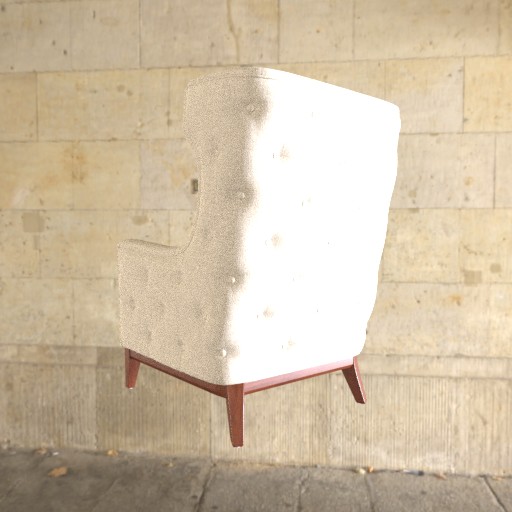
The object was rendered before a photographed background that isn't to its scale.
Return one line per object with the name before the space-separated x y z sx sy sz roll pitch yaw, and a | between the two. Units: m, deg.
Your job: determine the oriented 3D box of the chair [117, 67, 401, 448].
chair | 0.000 0.000 1.656 0.778 1.079 0.899 -2 3 -37
